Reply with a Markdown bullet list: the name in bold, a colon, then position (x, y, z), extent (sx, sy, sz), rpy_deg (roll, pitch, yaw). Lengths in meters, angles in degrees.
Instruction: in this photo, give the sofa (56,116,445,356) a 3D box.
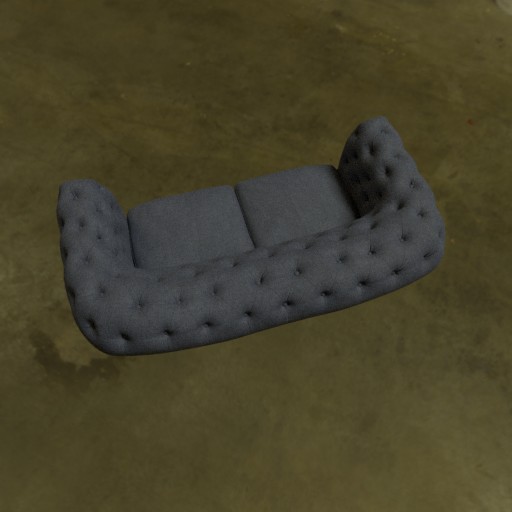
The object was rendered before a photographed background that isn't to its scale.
- **sofa**: position (0.000, 0.000, 2.556), extent (1.988, 0.833, 1.082), rpy_deg (-14, 59, -8)
